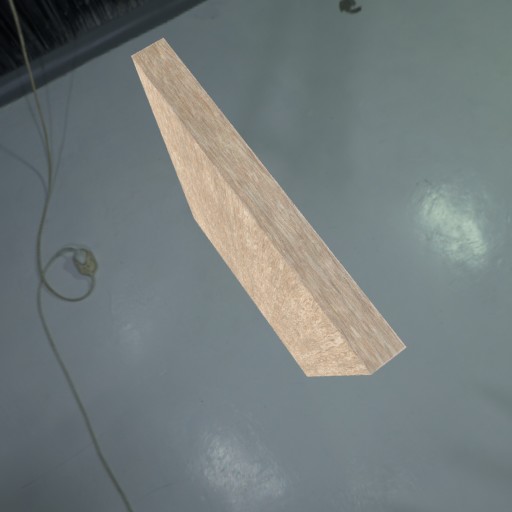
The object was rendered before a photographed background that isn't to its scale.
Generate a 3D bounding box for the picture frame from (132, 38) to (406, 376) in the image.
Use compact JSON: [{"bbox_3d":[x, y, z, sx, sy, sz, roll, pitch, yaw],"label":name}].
[{"bbox_3d":[0.000,0.000,0.709,0.043,0.526,0.424,-34,77,-9],"label":"picture frame"}]
